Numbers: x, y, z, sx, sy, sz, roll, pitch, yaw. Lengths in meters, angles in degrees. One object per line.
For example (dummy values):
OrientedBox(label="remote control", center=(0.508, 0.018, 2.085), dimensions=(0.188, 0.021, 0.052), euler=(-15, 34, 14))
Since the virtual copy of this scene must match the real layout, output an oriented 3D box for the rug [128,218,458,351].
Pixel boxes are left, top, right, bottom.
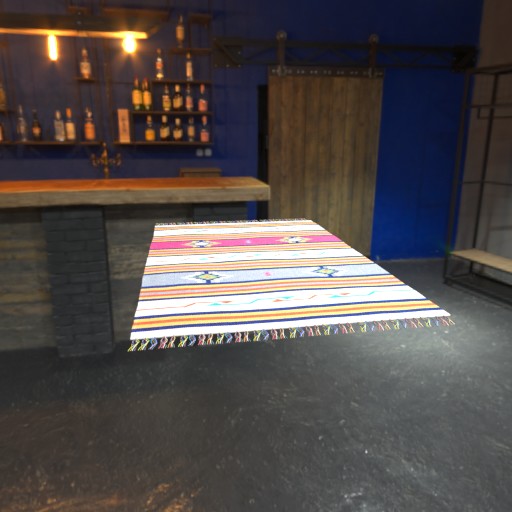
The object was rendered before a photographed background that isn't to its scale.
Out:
OrientedBox(label="rug", center=(0.000, 0.000, 2.248), dimensions=(1.084, 0.013, 1.849), euler=(-3, 16, -9))
